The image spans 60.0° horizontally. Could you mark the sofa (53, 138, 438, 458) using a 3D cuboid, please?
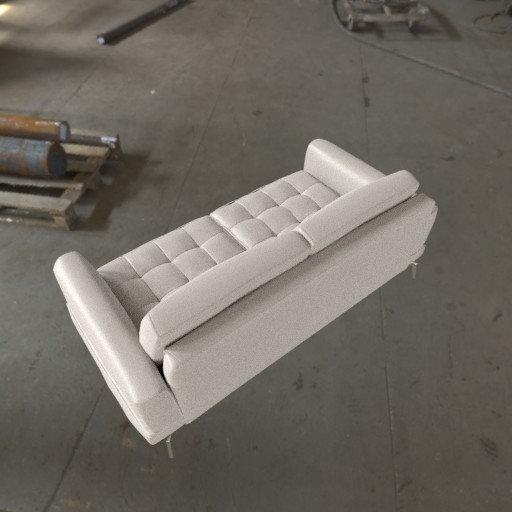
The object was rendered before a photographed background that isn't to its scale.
[{"bbox_3d":[0.000,0.000,2.738,2.177,0.930,1.121,-30,53,-25],"label":"sofa"}]
